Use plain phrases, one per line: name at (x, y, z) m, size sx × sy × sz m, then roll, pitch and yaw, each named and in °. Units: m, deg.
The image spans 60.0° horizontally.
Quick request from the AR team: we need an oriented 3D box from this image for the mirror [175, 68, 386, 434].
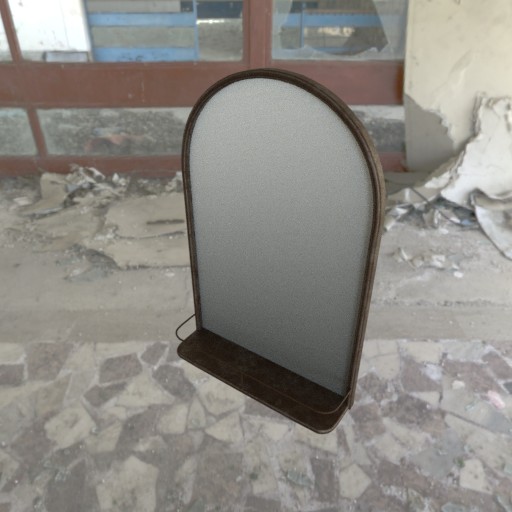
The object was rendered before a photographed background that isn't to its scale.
mirror at (0.000, 0.000, 0.998) m, size 0.510 × 0.770 × 0.137 m, roll 20°, pitch 37°, yaw 29°
